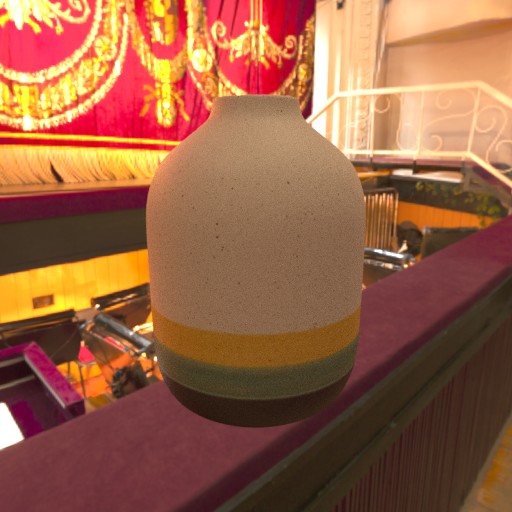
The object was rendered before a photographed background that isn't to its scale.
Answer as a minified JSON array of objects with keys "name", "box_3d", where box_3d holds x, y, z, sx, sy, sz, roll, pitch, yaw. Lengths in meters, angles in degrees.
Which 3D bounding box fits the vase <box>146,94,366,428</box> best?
[{"name":"vase","box_3d":[0.000,0.000,0.358,0.169,0.240,0.169,0,14,0]}]
